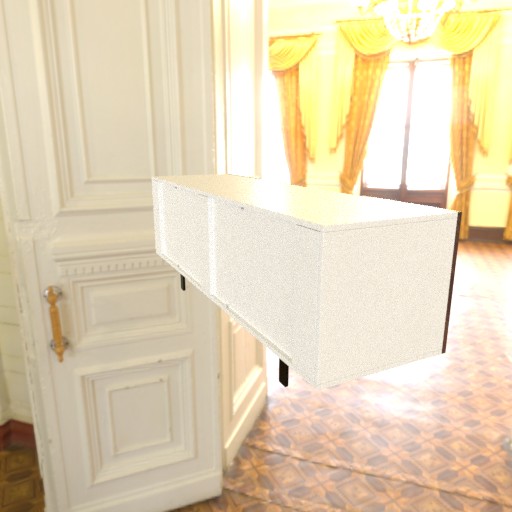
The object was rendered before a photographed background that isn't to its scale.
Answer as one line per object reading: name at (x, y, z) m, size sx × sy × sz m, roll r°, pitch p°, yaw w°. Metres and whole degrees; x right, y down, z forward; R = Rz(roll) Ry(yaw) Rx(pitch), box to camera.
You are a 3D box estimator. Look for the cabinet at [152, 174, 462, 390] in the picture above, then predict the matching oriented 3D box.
cabinet at (0.000, 0.000, 1.759) m, size 0.431 × 0.533 × 1.499 m, roll -7°, pitch 16°, yaw -26°
